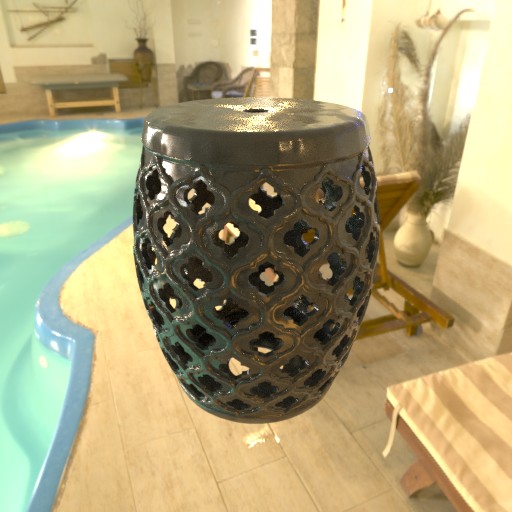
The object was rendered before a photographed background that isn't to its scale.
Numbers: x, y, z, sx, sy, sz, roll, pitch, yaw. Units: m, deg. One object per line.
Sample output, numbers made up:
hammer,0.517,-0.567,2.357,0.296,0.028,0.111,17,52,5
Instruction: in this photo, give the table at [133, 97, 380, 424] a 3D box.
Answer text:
table,0.000,0.000,0.616,0.325,0.388,0.325,0,27,0
